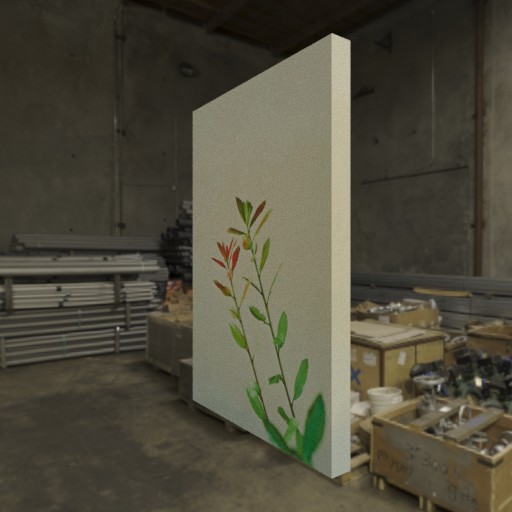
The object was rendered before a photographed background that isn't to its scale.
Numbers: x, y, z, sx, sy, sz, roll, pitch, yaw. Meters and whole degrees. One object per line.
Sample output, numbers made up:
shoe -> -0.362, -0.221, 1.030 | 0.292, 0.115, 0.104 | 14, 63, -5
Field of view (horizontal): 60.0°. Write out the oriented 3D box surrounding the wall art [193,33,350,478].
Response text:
wall art -> 0.000, 0.000, 0.784 | 0.038, 0.611, 0.408 | 0, 0, -36
